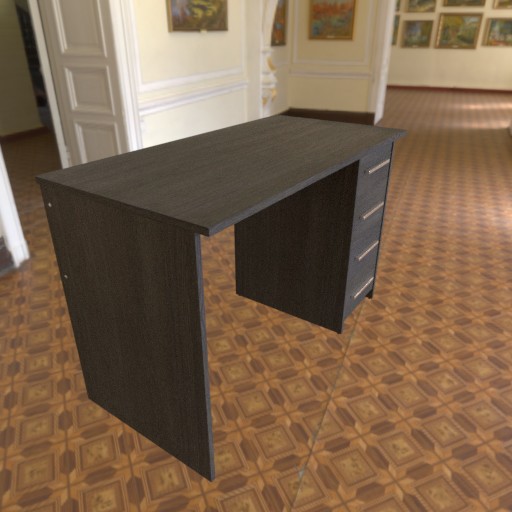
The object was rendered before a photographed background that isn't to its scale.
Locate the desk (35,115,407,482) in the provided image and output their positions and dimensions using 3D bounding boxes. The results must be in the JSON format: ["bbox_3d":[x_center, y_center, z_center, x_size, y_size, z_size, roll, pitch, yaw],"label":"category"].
[{"bbox_3d":[0.000,0.000,1.507,0.560,0.730,1.096,18,32,31],"label":"desk"}]
